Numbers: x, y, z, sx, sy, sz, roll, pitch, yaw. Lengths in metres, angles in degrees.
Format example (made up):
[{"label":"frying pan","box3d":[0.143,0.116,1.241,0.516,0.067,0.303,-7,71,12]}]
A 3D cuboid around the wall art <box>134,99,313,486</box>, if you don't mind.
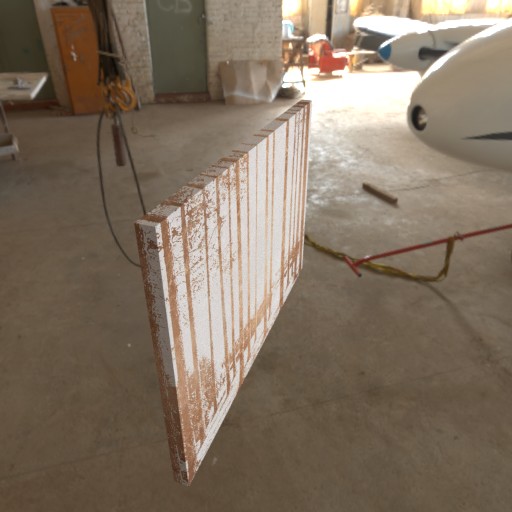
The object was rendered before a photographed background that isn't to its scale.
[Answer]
[{"label":"wall art","box3d":[0.000,0.000,1.149,0.035,0.609,0.914,11,32,17]}]
